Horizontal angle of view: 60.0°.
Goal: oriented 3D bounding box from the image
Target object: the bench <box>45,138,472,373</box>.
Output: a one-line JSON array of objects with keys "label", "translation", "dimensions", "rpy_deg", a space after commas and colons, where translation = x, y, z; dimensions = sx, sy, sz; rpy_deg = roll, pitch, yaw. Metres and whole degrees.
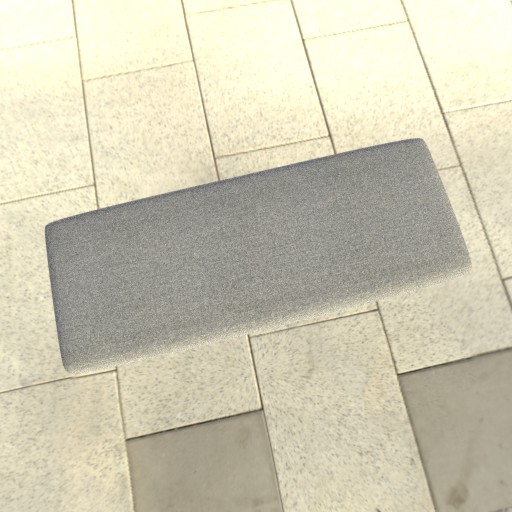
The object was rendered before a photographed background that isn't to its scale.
[{"label": "bench", "translation": [0.000, 0.000, 1.885], "dimensions": [1.598, 0.384, 0.631], "rpy_deg": [-14, 76, -4]}]
